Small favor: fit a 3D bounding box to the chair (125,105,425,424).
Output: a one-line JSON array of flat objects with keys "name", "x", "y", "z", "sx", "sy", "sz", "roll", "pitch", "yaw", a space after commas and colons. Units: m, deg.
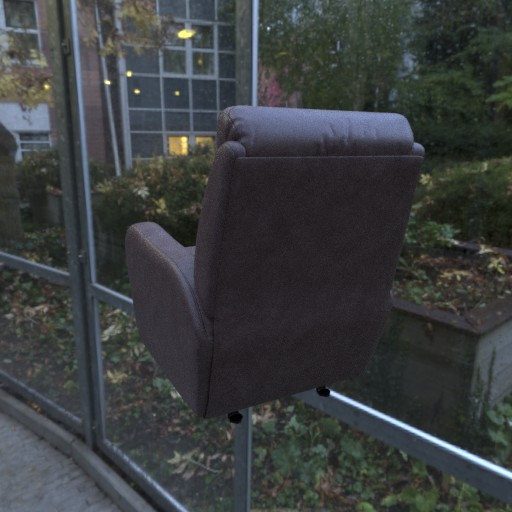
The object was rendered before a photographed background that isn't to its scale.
[{"name": "chair", "x": 0.000, "y": 0.000, "z": 1.780, "sx": 0.865, "sy": 1.067, "sz": 1.067, "roll": -7, "pitch": 15, "yaw": -26}]
